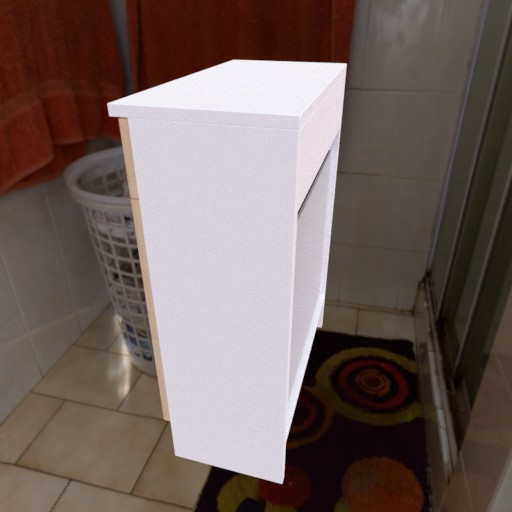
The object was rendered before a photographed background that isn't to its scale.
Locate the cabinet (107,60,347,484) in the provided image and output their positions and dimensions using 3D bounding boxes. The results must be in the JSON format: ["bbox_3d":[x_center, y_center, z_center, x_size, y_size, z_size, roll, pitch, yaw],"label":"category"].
[{"bbox_3d":[0.000,0.000,1.085,0.296,0.815,0.600,8,31,14],"label":"cabinet"}]
